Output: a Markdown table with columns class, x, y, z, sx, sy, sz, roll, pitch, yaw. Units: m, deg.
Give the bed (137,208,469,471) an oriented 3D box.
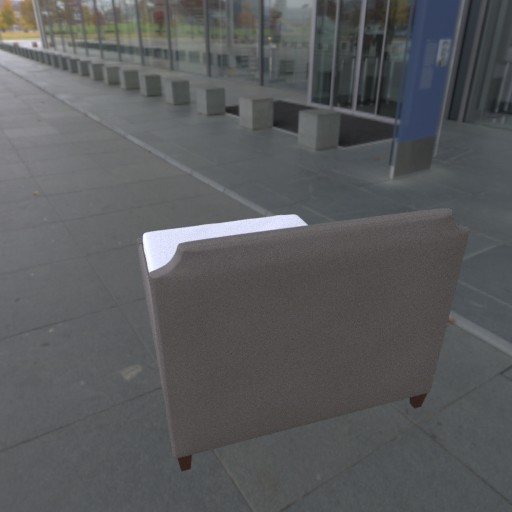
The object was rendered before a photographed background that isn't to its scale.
| class | x | y | z | sx | sy | sz | roll | pitch | yaw |
| --- | --- | --- | --- | --- | --- | --- | --- | --- | --- |
| bed | 0.000 | 0.000 | 3.408 | 1.712 | 1.443 | 2.372 | -8 | 28 | -16 |
